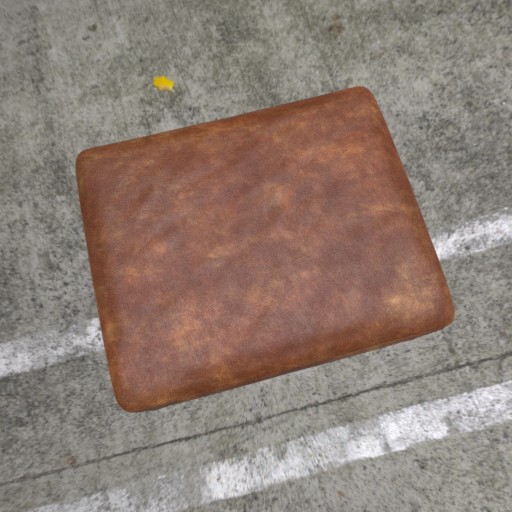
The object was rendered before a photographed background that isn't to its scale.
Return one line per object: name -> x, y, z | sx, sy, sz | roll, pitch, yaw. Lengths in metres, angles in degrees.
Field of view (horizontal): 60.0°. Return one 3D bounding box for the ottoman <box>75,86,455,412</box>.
ottoman -> 0.000, 0.000, 1.127 | 0.751, 0.476, 0.603 | -14, 75, -4
